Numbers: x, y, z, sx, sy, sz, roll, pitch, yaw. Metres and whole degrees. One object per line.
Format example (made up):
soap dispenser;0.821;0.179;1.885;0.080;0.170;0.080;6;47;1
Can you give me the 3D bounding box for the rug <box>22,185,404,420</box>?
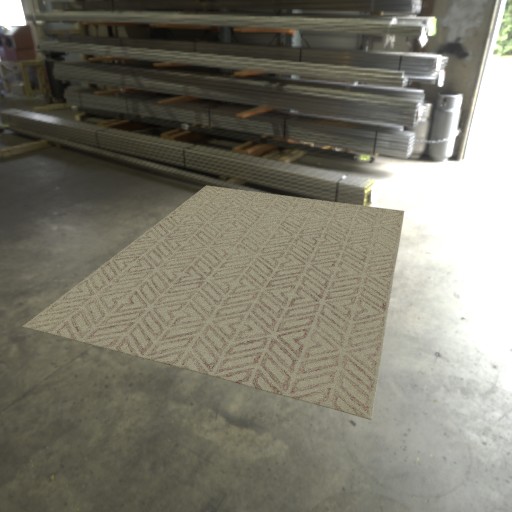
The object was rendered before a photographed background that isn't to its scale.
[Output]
rug;0.000;0.000;4.025;2.421;0.008;3.045;10;31;17
